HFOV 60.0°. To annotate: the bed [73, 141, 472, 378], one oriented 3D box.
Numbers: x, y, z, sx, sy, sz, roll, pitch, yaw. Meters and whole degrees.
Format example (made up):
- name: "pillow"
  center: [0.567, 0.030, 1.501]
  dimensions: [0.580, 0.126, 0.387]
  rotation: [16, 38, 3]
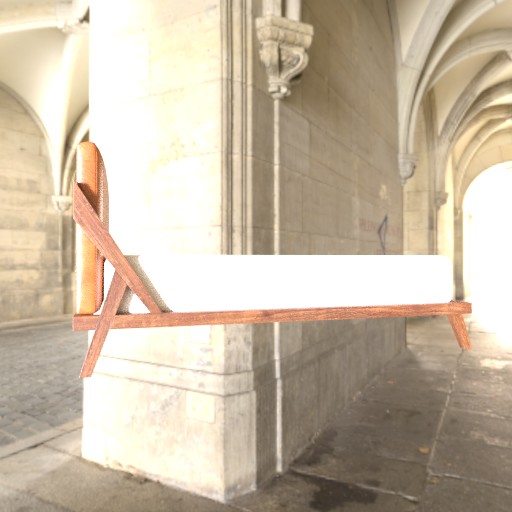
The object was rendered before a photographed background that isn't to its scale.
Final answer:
- name: "bed"
  center: [0.000, 0.000, 3.215]
  dimensions: [2.311, 1.168, 1.651]
  rotation: [0, 0, -17]
